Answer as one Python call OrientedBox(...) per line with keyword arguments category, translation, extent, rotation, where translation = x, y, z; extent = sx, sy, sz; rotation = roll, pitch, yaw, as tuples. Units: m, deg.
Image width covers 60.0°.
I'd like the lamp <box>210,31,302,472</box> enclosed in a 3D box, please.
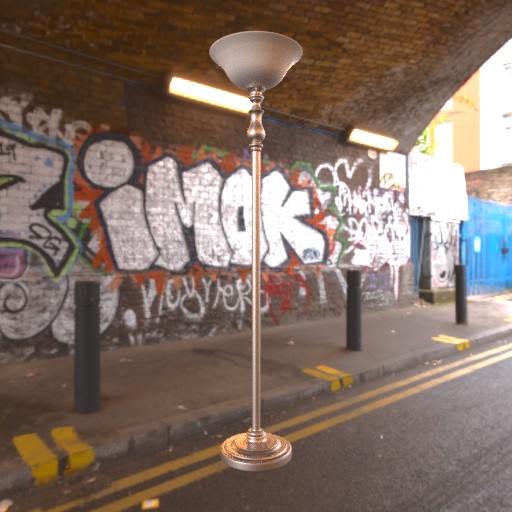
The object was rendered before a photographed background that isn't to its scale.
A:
OrientedBox(category="lamp", translation=(0.000, 0.000, 1.948), extent=(0.405, 1.771, 0.405), rotation=(0, 0, -1))
